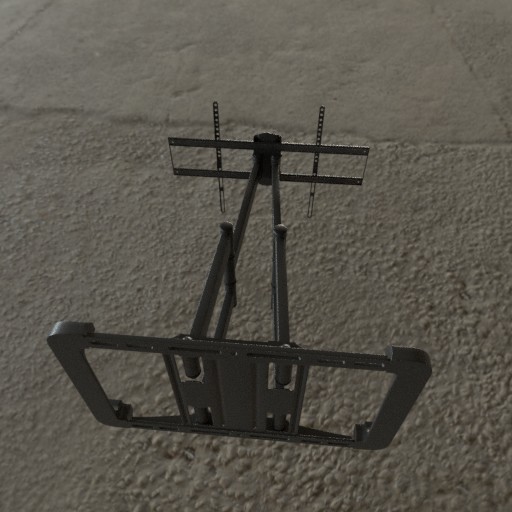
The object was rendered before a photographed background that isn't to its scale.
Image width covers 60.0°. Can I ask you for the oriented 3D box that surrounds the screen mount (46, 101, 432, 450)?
[{"bbox_3d":[0.000,0.000,1.284,0.725,0.483,0.905,4,47,3],"label":"screen mount"}]
